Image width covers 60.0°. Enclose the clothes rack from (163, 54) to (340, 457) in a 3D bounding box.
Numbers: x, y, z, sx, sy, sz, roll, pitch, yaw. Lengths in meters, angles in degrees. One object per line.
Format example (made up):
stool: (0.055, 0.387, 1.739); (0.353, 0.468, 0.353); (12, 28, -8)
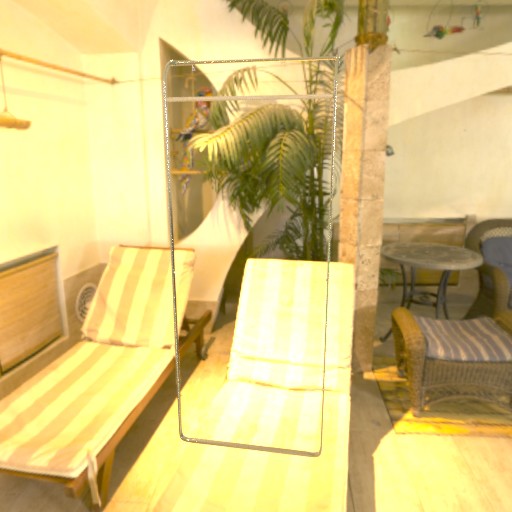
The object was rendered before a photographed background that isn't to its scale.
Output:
clothes rack: (0.000, 0.000, 1.821); (0.609, 1.574, 0.349); (2, 14, 10)
